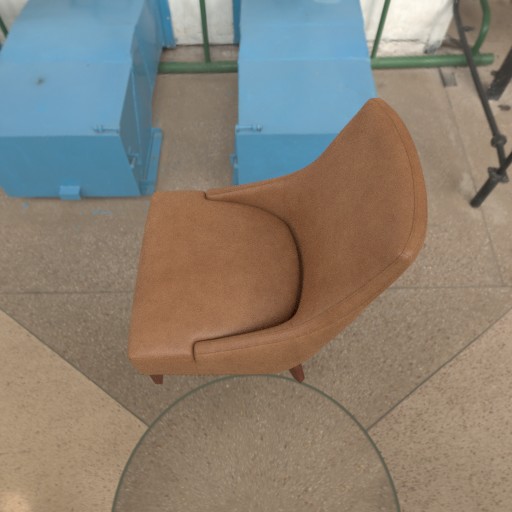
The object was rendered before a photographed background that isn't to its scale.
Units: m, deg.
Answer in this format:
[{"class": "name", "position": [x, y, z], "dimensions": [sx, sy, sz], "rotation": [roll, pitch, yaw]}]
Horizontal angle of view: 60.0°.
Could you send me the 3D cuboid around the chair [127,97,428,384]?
[{"class": "chair", "position": [0.000, 0.000, 1.520], "dimensions": [0.861, 0.909, 0.701], "rotation": [0, 59, 0]}]
